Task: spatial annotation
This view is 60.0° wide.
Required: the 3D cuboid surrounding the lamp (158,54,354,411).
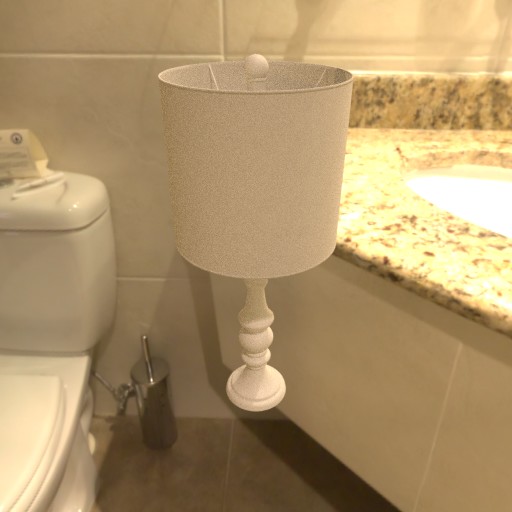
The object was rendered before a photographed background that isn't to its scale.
[{"bbox_3d":[0.000,0.000,0.716,0.250,0.597,0.250,-19,36,-29],"label":"lamp"}]
